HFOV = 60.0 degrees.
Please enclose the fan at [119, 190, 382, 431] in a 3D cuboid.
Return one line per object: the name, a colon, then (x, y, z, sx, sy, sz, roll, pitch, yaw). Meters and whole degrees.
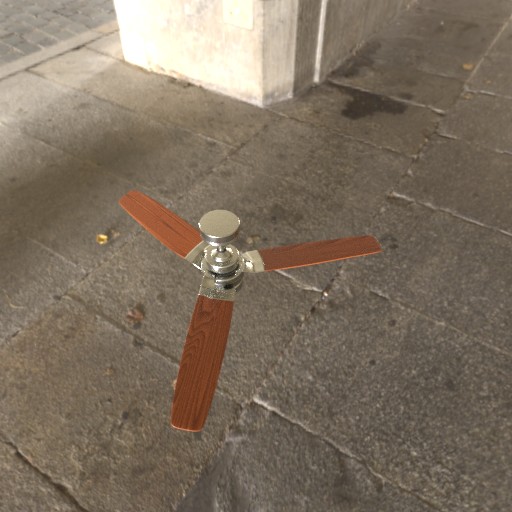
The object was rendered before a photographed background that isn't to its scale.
fan: (0.000, 0.000, 2.040, 1.271, 0.410, 1.416, -9, 48, -8)
